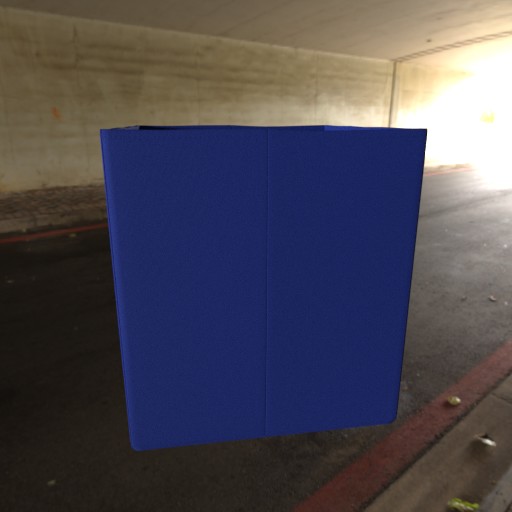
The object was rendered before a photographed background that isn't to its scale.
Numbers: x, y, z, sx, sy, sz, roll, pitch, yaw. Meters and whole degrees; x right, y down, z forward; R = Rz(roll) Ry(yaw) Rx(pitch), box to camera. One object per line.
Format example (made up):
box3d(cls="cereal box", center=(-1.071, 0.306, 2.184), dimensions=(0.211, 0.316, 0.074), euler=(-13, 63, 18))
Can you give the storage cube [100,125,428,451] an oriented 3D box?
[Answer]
box3d(cls="storage cube", center=(0.000, 0.000, 0.499), dimensions=(0.270, 0.280, 0.270), euler=(-3, 17, -9))
